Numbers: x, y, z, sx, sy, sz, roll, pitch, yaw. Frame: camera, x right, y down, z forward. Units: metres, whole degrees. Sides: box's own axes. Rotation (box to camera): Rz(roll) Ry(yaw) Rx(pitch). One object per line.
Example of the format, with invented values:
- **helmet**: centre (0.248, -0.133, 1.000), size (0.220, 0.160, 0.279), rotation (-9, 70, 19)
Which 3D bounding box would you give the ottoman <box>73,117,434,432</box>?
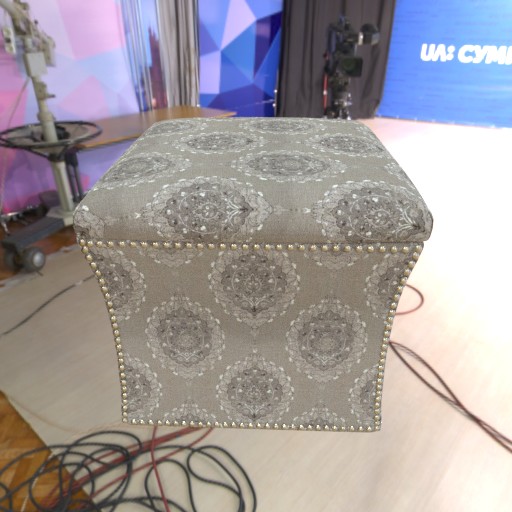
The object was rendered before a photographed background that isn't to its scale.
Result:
- **ottoman**: centre (0.000, 0.000, 0.891), size (0.507, 0.473, 0.497), rotation (1, 30, 2)
